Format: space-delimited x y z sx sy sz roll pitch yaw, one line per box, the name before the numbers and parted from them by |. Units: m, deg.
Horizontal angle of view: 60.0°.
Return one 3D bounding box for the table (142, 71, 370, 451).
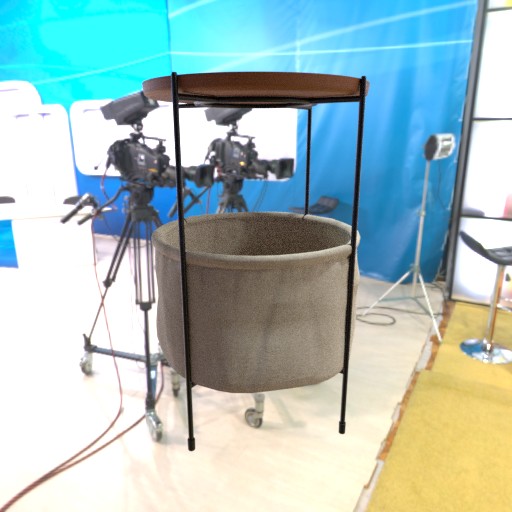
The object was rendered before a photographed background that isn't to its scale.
table | 0.000 0.000 0.857 0.393 0.623 0.393 -3 16 -9
